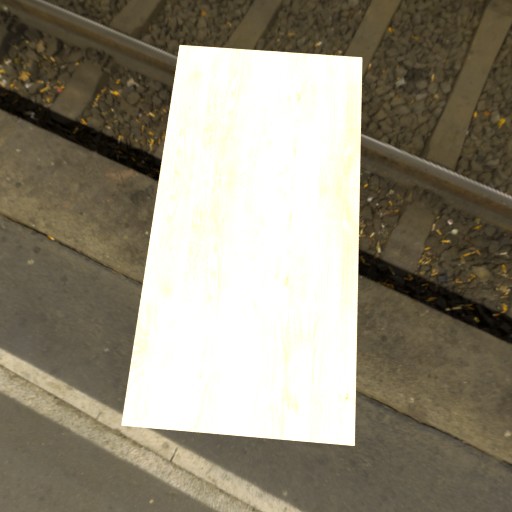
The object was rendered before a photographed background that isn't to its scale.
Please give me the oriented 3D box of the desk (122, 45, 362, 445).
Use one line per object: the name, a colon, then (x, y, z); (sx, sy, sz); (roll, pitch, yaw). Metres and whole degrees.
desk: (0.000, 0.000, 1.559); (0.560, 0.730, 1.100); (4, 74, 1)
